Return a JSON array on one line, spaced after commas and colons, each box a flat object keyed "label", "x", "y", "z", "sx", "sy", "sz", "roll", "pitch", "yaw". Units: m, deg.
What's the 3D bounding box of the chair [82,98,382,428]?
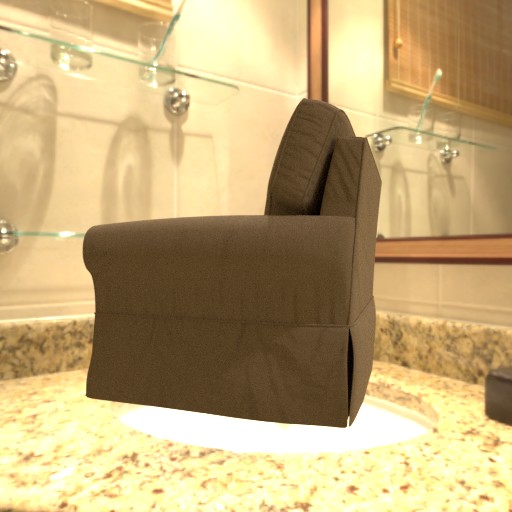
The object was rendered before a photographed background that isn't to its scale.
[{"label": "chair", "x": 0.000, "y": 0.000, "z": 1.886, "sx": 0.988, "sy": 1.017, "sz": 1.135, "roll": 0, "pitch": 1, "yaw": 19}]
